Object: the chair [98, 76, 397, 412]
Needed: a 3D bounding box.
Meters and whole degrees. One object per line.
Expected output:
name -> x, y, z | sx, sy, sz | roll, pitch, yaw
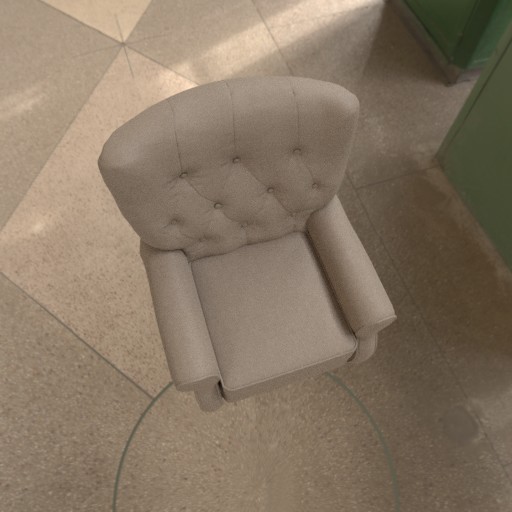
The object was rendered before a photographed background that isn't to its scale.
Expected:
chair -> 0.000, 0.000, 1.939 | 0.999, 1.138, 1.041 | -16, 63, -8
